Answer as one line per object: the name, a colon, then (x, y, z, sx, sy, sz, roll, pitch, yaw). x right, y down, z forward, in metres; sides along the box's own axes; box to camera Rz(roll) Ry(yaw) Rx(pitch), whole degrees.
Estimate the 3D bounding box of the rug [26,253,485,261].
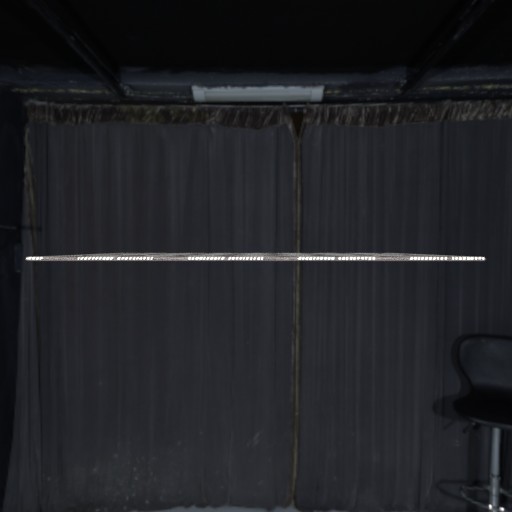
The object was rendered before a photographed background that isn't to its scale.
rug: (0.000, 0.000, 2.359, 1.833, 0.016, 1.210, 0, 1, 0)
